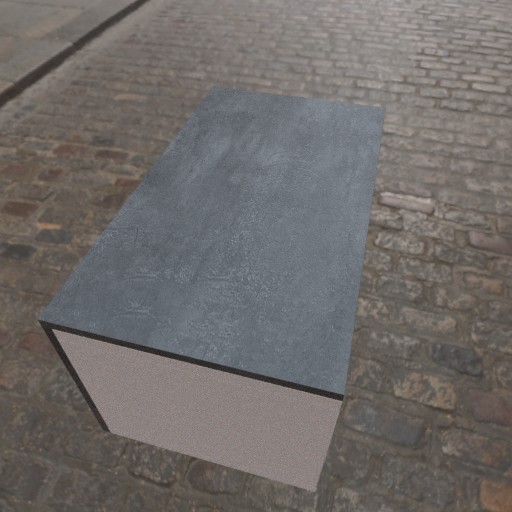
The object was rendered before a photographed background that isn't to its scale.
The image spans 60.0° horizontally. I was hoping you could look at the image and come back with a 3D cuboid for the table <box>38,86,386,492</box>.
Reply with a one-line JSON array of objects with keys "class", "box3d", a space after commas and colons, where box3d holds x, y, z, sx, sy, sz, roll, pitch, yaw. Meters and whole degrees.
[{"class": "table", "box3d": [0.000, 0.000, 0.901, 0.400, 0.350, 0.700, 11, 47, 11]}]
